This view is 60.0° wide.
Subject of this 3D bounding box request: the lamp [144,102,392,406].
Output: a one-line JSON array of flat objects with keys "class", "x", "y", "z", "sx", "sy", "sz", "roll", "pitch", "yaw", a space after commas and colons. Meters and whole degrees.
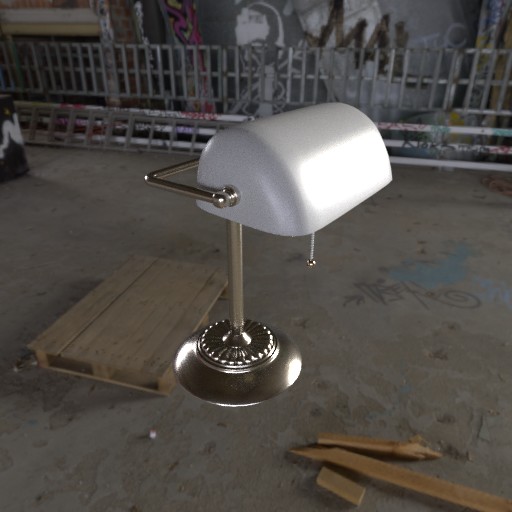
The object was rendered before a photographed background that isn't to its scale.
[{"class": "lamp", "x": 0.000, "y": 0.000, "z": 0.525, "sx": 0.243, "sy": 0.339, "sz": 0.264, "roll": 18, "pitch": 32, "yaw": 32}]
